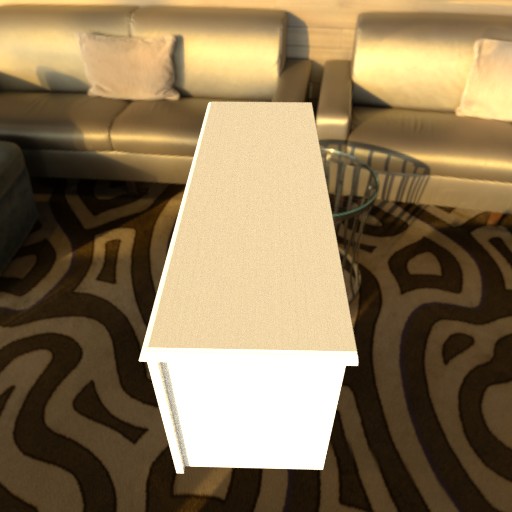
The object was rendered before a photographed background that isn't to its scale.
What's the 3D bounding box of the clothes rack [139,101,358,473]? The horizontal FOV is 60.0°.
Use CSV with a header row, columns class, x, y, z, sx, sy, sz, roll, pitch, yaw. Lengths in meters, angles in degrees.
class,x,y,z,sx,sy,sz,roll,pitch,yaw
clothes rack,0.000,0.000,1.451,0.405,0.558,1.218,1,41,1
